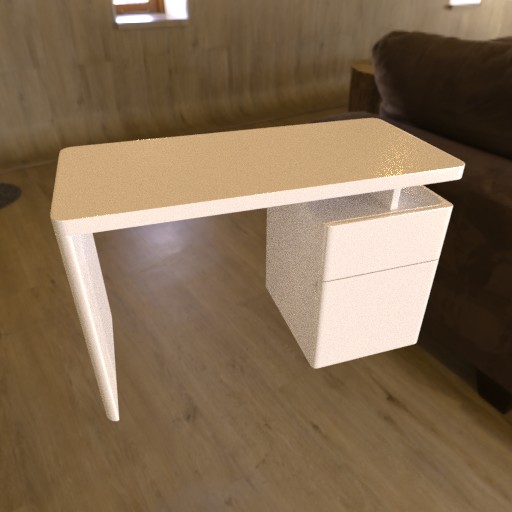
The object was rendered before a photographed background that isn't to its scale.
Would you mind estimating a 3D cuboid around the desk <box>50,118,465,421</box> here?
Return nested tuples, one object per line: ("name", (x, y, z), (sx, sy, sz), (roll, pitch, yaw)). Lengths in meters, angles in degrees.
("desk", (0.000, 0.000, 1.623), (1.200, 0.760, 0.550), (-10, 34, -15))
